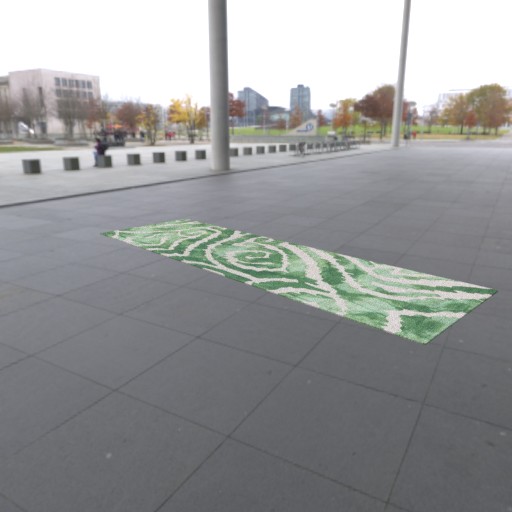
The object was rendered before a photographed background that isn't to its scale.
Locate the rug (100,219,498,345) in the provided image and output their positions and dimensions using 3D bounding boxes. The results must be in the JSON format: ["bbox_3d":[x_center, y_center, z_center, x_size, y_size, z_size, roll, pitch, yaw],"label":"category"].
[{"bbox_3d":[0.000,0.000,2.638,0.761,0.006,2.438,-15,22,-43],"label":"rug"}]
